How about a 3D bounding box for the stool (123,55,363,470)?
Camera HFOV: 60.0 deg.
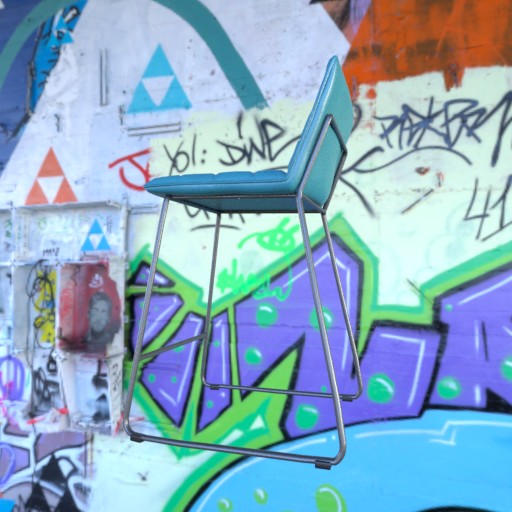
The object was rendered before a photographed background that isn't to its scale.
[{"bbox_3d":[0.000,0.000,1.191,0.524,0.866,0.489,0,-1,18],"label":"stool"}]
